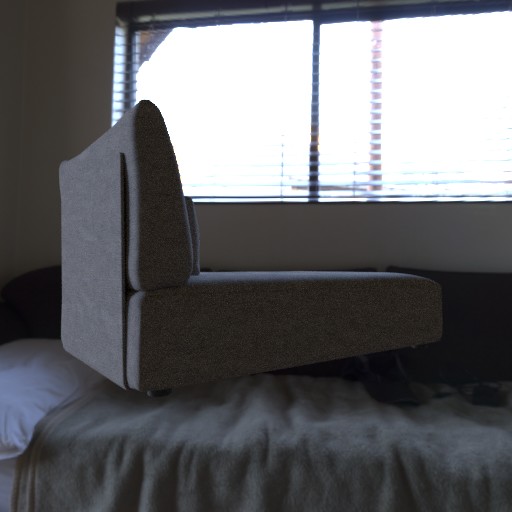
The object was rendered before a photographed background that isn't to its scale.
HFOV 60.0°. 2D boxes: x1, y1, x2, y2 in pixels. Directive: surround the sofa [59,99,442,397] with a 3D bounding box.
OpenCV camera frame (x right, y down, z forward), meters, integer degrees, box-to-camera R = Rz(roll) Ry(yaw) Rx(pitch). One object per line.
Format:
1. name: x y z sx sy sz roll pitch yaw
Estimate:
1. sofa: 0.000 0.000 1.942 1.450 0.820 0.930 1 -2 -36
